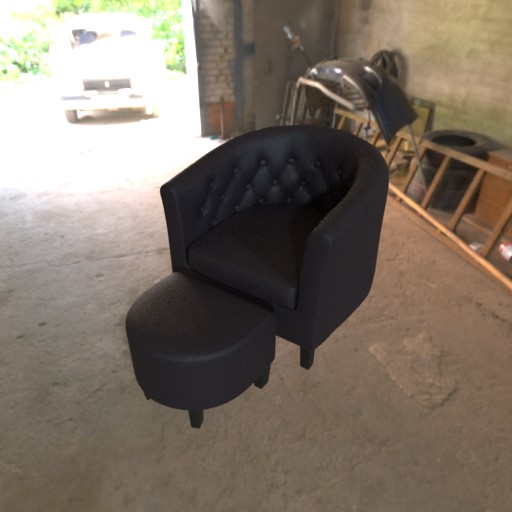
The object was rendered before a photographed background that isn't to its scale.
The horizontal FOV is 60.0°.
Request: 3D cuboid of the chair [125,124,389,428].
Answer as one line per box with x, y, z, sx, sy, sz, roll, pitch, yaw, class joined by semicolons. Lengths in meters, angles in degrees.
0.000;0.000;1.737;0.763;0.760;1.191;20;37;29;chair
